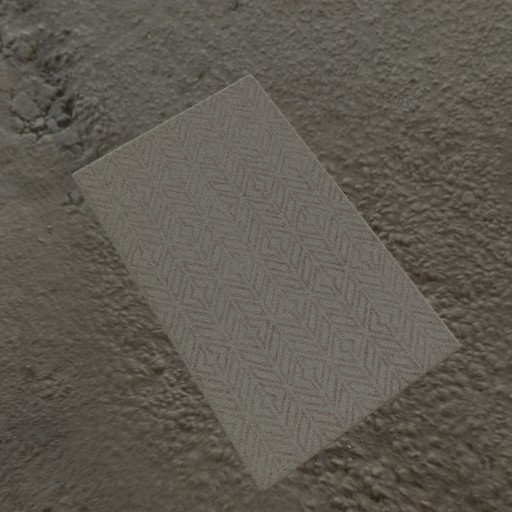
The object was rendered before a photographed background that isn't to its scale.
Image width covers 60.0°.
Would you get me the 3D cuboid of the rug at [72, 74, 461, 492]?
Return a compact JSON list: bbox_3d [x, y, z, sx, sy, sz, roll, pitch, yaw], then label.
[{"bbox_3d":[0.000,0.000,2.970,1.523,0.008,2.438,-32,77,-9],"label":"rug"}]
